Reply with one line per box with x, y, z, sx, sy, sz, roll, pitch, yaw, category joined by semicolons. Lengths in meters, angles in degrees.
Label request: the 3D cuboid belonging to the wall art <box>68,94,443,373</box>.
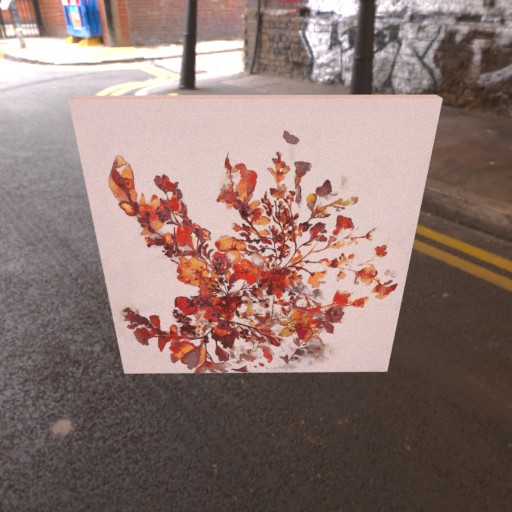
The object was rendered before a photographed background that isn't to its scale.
0.000;0.000;1.466;1.009;1.009;0.049;0;30;-1;wall art
